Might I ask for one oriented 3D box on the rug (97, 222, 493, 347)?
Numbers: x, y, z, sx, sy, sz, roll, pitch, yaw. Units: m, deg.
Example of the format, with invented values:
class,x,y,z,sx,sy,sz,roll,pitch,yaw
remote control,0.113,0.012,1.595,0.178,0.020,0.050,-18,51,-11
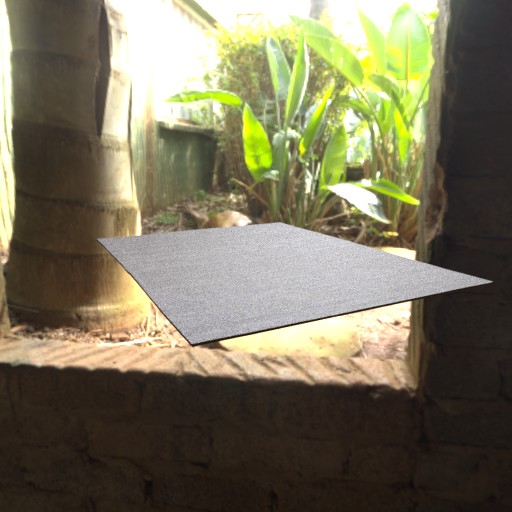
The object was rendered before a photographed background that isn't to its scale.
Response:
class,x,y,z,sx,sy,sz,roll,pitch,yaw
rug,0.000,0.000,4.213,2.434,0.045,3.202,-7,15,-27
